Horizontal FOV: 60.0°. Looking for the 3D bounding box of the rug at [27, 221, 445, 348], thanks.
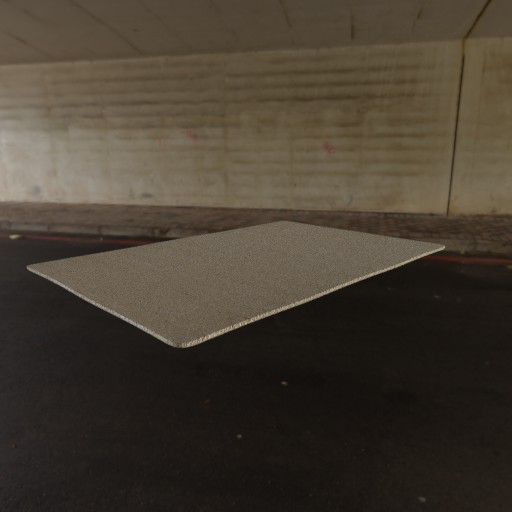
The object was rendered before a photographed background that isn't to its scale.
[{"bbox_3d":[0.000,0.000,3.365,1.798,0.025,2.698,13,19,43],"label":"rug"}]
